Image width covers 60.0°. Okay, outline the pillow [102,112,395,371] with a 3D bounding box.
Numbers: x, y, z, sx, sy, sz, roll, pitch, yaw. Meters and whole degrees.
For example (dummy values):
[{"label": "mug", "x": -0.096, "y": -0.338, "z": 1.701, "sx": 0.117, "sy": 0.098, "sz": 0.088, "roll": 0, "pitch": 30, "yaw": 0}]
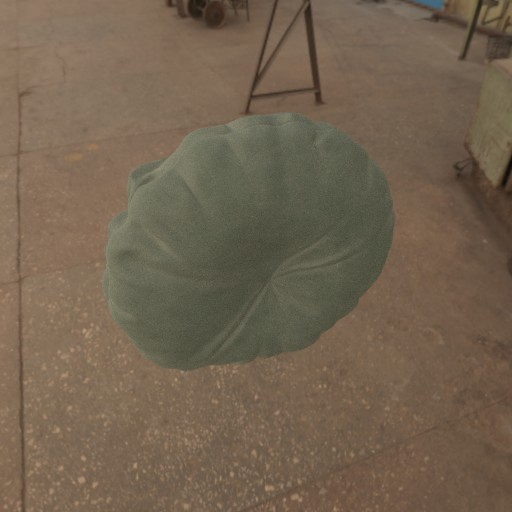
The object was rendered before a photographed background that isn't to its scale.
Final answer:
[{"label": "pillow", "x": 0.000, "y": 0.000, "z": 0.632, "sx": 0.428, "sy": 0.407, "sz": 0.148, "roll": -13, "pitch": 43, "yaw": -15}]
